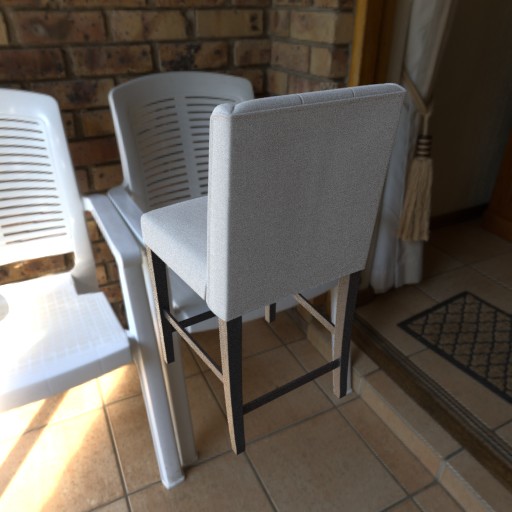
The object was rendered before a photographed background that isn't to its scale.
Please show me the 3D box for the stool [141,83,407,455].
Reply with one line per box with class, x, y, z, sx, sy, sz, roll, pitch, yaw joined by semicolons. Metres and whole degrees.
stool;0.000;0.000;1.232;0.474;0.939;0.509;-18;34;-28
